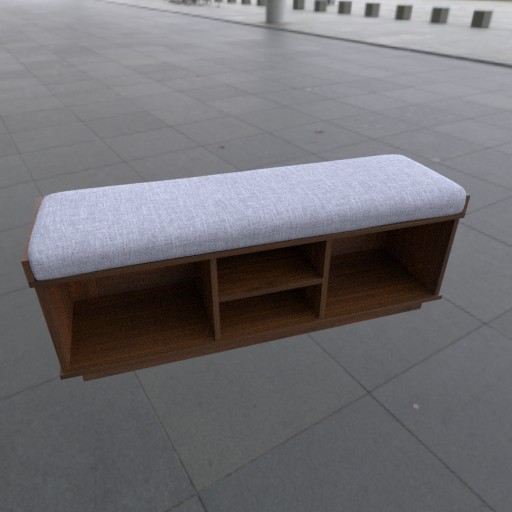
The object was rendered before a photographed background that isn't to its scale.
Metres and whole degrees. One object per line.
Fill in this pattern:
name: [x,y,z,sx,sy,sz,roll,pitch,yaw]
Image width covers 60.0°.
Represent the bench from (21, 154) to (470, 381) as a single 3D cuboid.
bench: [0.000,0.000,1.374,1.196,0.468,0.367,-9,34,-14]
